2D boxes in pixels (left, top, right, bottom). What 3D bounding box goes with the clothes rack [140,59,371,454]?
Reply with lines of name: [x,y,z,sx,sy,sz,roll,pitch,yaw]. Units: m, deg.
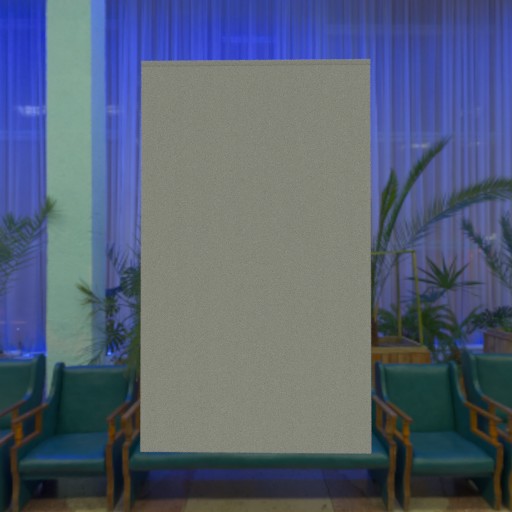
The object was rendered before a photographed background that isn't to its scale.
clothes rack: [0.000,0.000,1.569,0.750,1.280,0.250,0,0,1]
